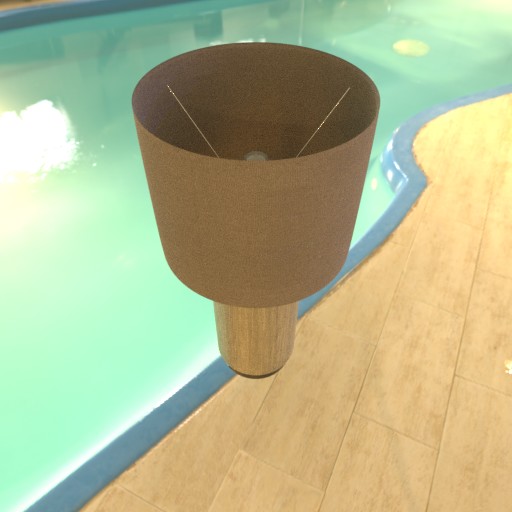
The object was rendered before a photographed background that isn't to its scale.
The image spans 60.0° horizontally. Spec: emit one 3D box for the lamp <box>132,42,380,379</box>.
[{"bbox_3d":[0.000,0.000,0.570,0.228,0.444,0.228,24,51,21],"label":"lamp"}]
